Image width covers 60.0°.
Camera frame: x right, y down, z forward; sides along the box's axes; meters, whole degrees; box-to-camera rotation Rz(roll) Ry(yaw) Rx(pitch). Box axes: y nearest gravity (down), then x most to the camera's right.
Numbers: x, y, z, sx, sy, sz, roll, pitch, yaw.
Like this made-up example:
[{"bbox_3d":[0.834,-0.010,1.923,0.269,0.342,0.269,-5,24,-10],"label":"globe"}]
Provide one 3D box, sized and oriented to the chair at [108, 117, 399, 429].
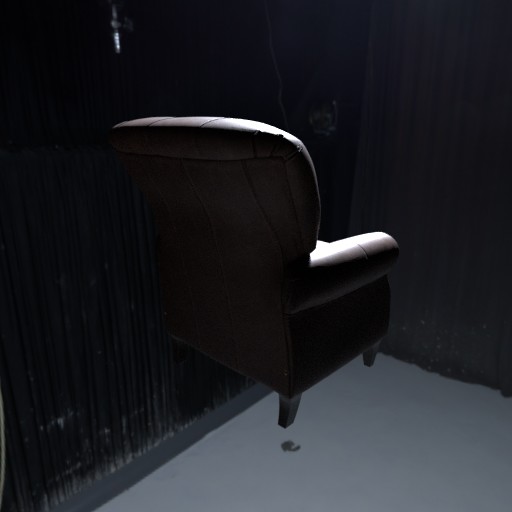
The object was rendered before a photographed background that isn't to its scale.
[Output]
[{"bbox_3d":[0.000,0.000,1.951,0.979,1.162,1.031,16,23,42],"label":"chair"}]
